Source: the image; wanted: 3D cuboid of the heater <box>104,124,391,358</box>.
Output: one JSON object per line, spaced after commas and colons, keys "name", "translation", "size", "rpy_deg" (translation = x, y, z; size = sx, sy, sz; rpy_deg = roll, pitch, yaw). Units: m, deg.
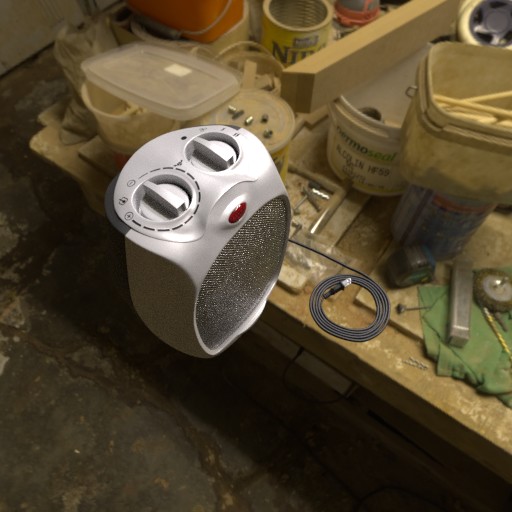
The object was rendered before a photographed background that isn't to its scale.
{"name": "heater", "translation": [0.000, 0.000, 0.458], "size": [0.291, 0.240, 0.239], "rpy_deg": [32, 64, 18]}
